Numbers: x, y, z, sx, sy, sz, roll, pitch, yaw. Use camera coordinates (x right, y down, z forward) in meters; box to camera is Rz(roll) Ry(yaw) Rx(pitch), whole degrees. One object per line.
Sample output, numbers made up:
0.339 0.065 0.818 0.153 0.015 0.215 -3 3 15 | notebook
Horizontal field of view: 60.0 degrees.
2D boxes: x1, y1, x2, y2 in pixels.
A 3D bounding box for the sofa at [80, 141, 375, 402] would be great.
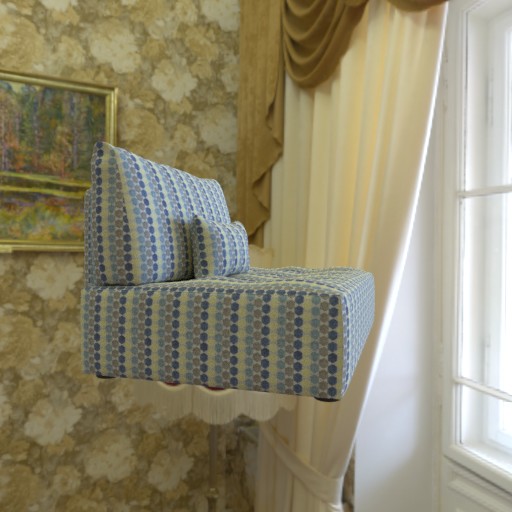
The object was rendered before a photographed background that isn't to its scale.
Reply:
0.000 0.000 2.058 1.000 0.820 1.450 0 0 18 | sofa
